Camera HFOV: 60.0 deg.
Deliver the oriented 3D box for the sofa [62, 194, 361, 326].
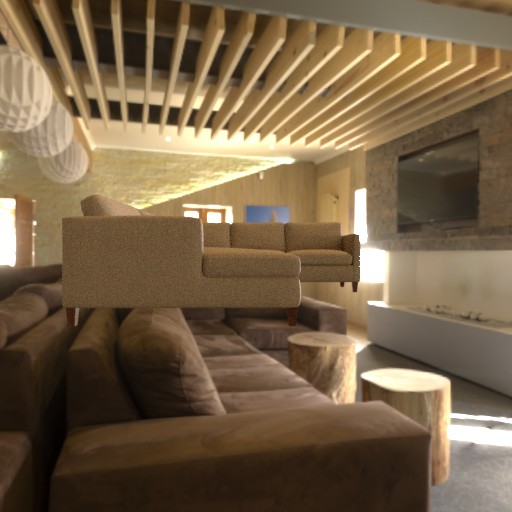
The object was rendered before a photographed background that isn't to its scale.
[{"bbox_3d":[0.000,0.000,4.531,2.551,0.889,3.403,0,1,0],"label":"sofa"}]
